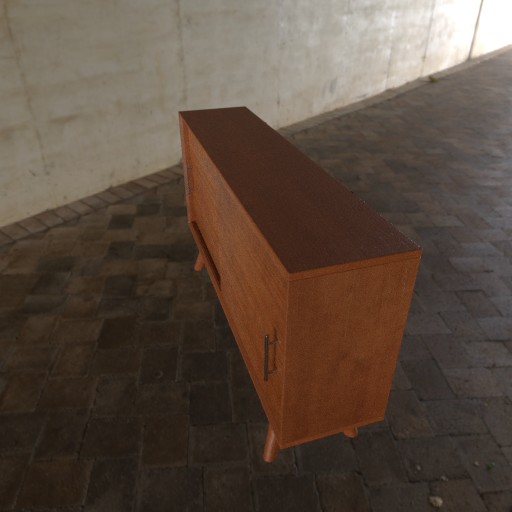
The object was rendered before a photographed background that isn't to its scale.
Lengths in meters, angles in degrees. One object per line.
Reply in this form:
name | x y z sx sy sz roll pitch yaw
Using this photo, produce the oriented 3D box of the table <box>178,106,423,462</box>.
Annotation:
table | 0.000 0.000 1.503 0.308 0.698 1.220 -10 33 -15
